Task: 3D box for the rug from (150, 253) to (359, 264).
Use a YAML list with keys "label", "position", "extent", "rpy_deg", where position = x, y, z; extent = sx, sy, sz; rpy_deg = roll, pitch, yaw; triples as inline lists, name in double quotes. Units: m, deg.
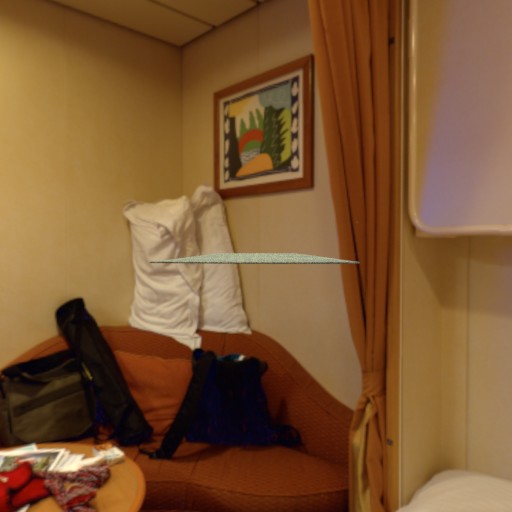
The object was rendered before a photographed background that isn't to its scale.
- label: "rug"
  position: [0.000, 0.000, 2.658]
  extent: [0.688, 0.008, 2.443]
  rpy_deg: [0, 1, 0]
